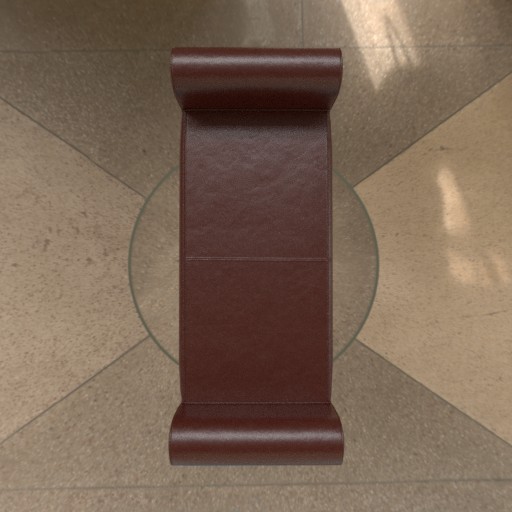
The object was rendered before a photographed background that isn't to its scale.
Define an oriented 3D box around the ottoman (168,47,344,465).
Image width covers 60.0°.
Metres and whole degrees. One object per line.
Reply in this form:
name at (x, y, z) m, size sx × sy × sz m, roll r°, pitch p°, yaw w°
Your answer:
ottoman at (0.000, 0.000, 1.549) m, size 0.521 × 0.547 × 1.256 m, roll 0°, pitch 89°, yaw 0°
